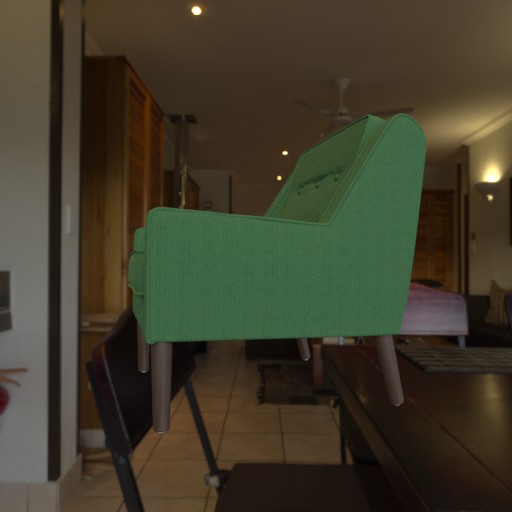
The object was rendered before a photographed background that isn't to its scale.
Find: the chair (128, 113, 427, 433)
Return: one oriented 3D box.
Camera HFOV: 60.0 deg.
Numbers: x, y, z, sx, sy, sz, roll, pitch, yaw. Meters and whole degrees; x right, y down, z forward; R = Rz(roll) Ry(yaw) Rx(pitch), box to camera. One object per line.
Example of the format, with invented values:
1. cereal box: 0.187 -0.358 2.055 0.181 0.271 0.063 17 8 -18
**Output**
1. chair: 0.000 0.000 1.361 0.743 0.792 0.663 0 -1 -18
